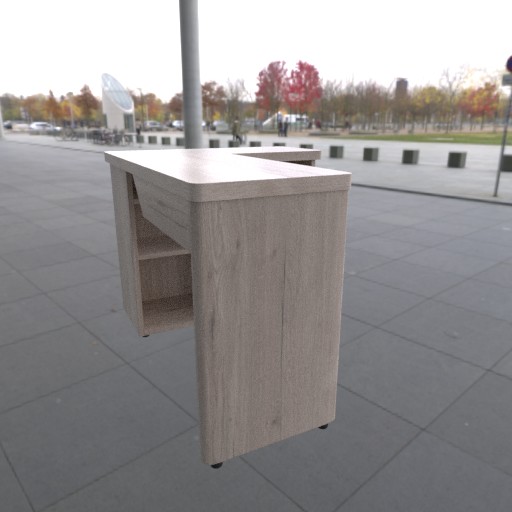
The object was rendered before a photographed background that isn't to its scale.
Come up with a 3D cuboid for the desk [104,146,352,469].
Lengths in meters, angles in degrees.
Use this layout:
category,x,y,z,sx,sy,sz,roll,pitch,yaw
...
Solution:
category,x,y,z,sx,sy,sz,roll,pitch,yaw
desk,0.000,0.000,1.741,0.900,0.760,1.169,-8,19,-26
